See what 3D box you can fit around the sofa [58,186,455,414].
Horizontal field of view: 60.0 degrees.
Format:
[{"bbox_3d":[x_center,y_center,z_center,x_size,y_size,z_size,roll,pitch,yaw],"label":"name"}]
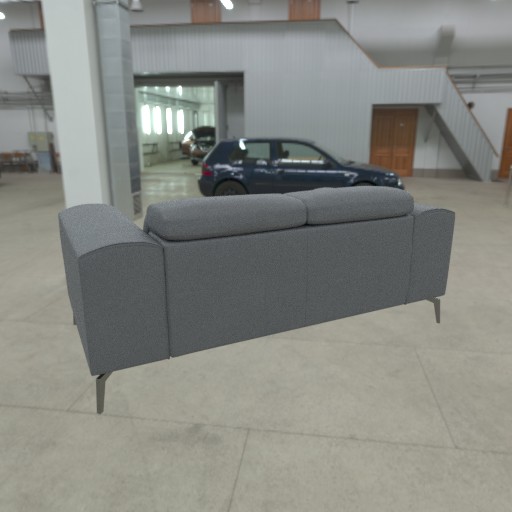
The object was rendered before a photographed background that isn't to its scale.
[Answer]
[{"bbox_3d":[0.000,0.000,2.402,1.895,0.779,1.003,-8,18,-26],"label":"sofa"}]
